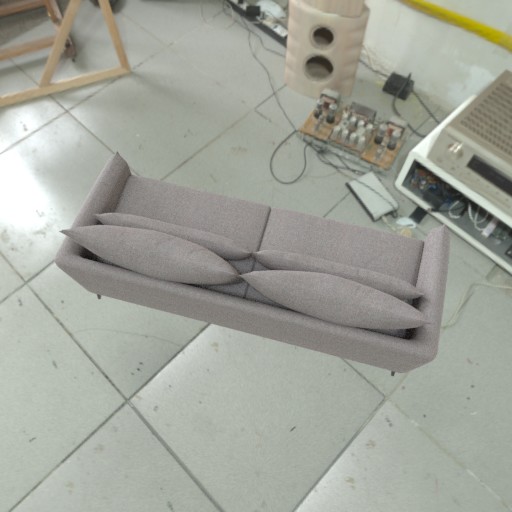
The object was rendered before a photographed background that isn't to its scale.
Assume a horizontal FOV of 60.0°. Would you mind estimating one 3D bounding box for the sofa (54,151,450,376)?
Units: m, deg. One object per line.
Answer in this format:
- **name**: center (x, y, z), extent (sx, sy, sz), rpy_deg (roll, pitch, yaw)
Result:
- **sofa**: center (0.000, 0.000, 2.439), extent (2.022, 0.833, 0.809), rpy_deg (13, 64, 7)
